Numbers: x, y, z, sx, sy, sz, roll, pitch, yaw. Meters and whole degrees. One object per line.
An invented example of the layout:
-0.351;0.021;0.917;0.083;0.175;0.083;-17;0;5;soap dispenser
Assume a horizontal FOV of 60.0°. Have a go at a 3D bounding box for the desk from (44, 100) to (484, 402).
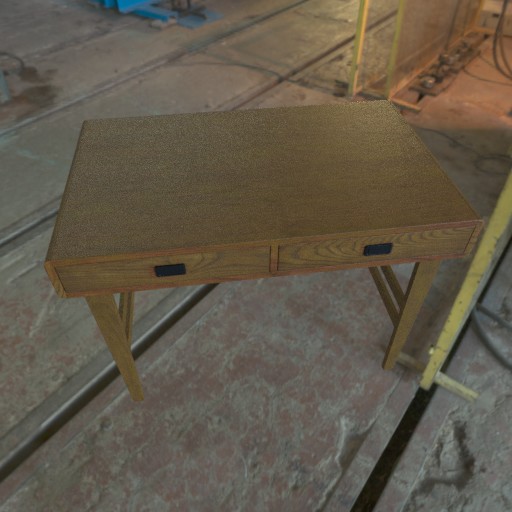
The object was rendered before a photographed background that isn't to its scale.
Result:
0.000;0.000;1.544;1.066;0.754;0.660;-6;45;-6;desk
